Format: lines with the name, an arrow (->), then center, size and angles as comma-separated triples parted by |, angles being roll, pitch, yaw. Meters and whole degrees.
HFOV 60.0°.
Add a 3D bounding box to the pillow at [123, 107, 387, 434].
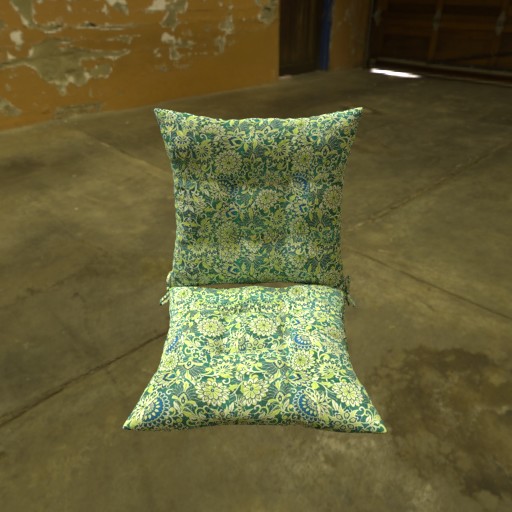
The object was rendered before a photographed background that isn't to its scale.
pillow -> 0.000, 0.000, 0.981 | 0.541, 0.536, 0.585 | 0, 30, 1
